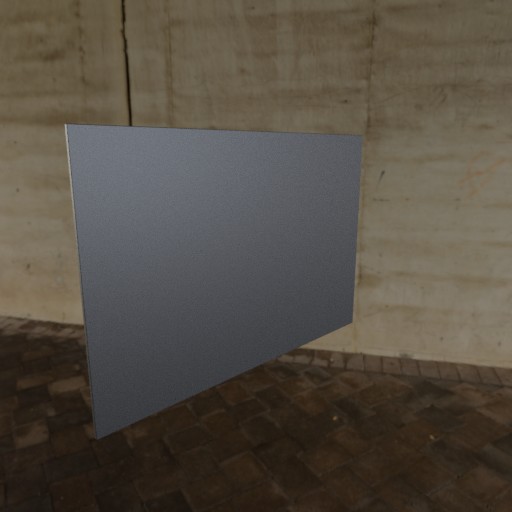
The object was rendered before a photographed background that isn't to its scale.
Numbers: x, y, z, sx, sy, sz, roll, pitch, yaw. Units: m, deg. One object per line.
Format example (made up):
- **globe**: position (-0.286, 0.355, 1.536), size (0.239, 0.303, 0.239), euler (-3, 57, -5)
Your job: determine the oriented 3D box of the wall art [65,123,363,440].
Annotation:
- **wall art**: position (0.000, 0.000, 1.493), size (1.192, 0.811, 0.013), euler (-13, 18, -42)
